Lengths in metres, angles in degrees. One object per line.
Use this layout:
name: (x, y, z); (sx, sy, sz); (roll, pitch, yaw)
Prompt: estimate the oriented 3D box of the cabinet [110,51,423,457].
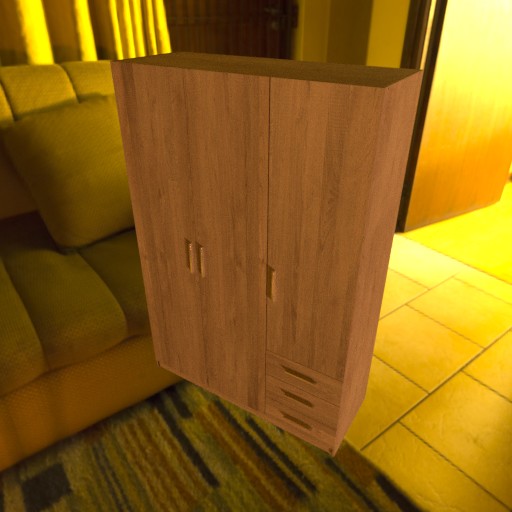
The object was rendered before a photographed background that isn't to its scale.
cabinet: (0.000, 0.000, 2.398); (1.290, 1.910, 0.510); (18, 35, 27)
